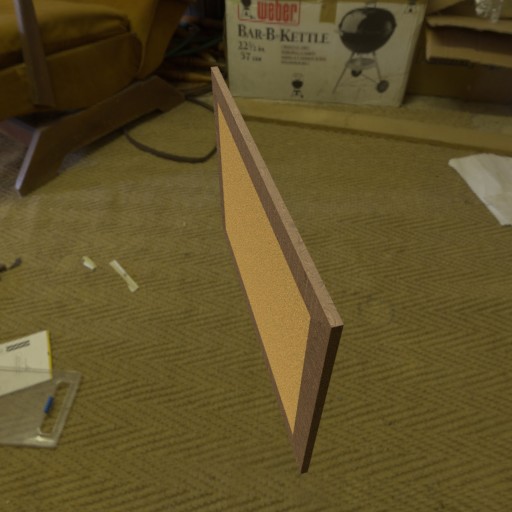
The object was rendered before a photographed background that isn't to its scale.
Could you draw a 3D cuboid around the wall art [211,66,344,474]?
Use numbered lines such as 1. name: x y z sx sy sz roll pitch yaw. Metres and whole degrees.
1. wall art: 0.000 0.000 1.175 0.019 0.626 0.917 -11 47 -10
